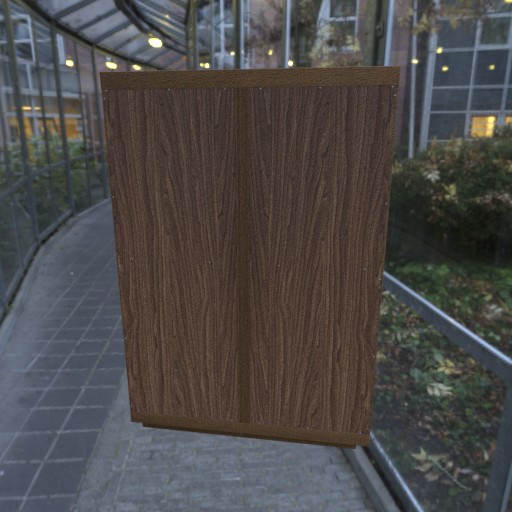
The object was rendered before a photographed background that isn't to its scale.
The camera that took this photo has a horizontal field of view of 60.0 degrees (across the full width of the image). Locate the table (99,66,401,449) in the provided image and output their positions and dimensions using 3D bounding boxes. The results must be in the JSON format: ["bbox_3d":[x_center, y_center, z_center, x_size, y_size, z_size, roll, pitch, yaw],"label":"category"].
[{"bbox_3d":[0.000,0.000,1.732,0.901,1.294,0.524,2,16,9],"label":"table"}]
